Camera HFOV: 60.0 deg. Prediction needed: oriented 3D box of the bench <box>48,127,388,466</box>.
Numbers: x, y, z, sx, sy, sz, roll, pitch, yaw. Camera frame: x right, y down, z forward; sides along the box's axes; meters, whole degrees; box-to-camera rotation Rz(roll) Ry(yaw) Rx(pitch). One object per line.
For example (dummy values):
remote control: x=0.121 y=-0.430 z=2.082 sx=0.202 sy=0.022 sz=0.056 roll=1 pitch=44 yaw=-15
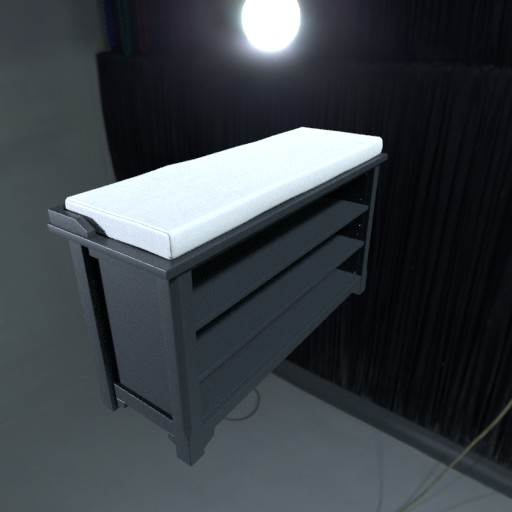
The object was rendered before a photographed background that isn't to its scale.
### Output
bench: x=0.000 y=0.000 z=1.263 sx=0.345 sy=0.561 sz=0.973 roll=18 pitch=32 yaw=32
